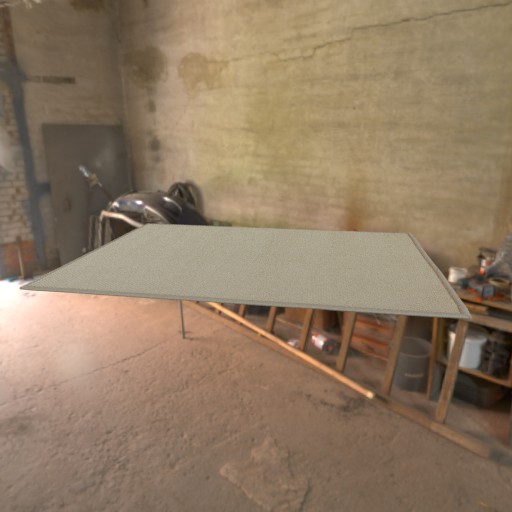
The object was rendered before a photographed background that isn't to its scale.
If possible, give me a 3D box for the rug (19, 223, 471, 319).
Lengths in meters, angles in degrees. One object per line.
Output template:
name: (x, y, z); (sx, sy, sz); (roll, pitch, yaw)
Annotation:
rug: (0.000, 0.000, 2.702); (2.081, 0.020, 1.525); (3, 16, 9)
